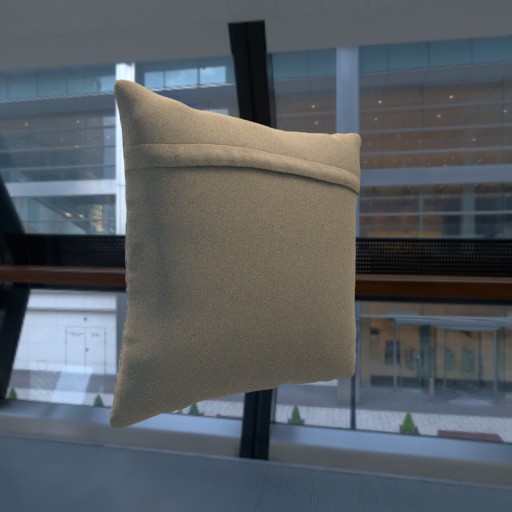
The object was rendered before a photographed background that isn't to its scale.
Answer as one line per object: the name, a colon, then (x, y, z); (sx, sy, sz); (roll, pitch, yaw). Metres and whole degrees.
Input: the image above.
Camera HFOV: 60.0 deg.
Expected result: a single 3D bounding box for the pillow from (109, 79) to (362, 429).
pillow: (0.000, 0.000, 0.708); (0.459, 0.458, 0.181); (0, -1, -35)
